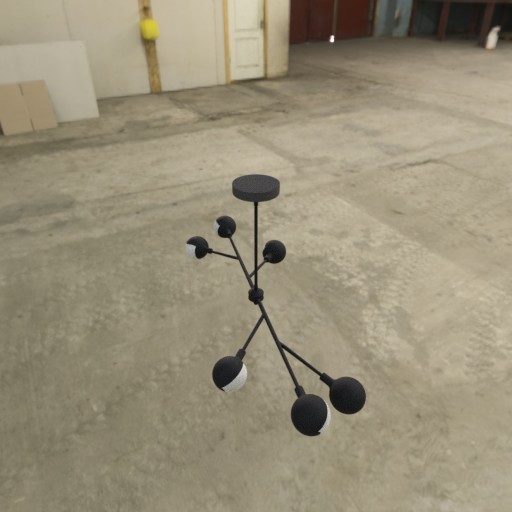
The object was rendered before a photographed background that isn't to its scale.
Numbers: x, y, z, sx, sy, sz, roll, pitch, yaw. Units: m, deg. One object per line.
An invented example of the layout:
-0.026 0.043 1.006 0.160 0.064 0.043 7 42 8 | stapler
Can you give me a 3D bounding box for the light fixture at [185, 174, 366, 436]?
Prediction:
0.000 0.000 1.030 0.434 0.362 0.778 0 32 0 | light fixture
